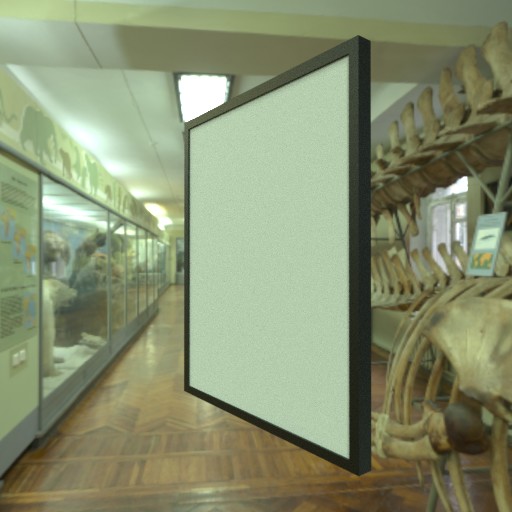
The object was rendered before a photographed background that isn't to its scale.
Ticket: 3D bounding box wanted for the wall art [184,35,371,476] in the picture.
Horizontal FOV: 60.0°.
[{"bbox_3d":[0.000,0.000,0.532,0.018,0.397,0.325,0,0,-38],"label":"wall art"}]
